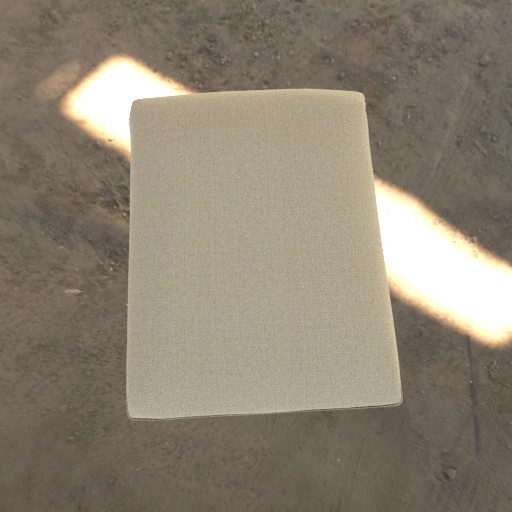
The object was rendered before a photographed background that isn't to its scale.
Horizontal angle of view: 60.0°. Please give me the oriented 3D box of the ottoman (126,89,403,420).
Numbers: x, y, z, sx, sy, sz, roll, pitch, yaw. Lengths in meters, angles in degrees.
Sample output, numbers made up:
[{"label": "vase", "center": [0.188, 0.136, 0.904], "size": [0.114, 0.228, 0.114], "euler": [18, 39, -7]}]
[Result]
[{"label": "ottoman", "center": [0.000, 0.000, 1.041], "size": [0.541, 0.463, 0.684], "euler": [-2, 75, -1]}]
